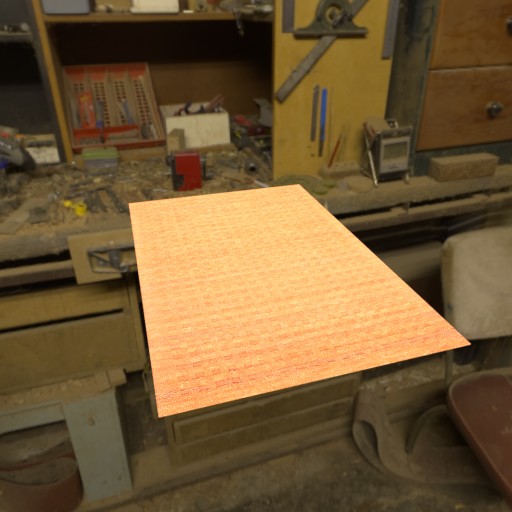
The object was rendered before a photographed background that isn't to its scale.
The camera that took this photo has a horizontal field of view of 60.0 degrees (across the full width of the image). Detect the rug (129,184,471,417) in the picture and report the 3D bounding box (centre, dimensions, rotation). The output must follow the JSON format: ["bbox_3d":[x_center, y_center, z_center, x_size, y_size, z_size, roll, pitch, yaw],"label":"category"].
[{"bbox_3d":[0.000,0.000,2.946,1.524,0.006,2.285,-9,31,-15],"label":"rug"}]
